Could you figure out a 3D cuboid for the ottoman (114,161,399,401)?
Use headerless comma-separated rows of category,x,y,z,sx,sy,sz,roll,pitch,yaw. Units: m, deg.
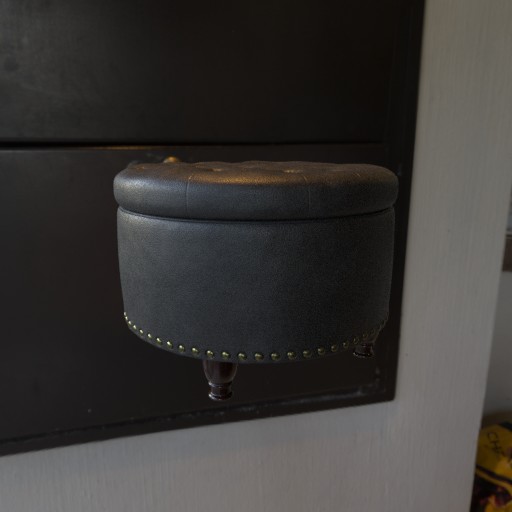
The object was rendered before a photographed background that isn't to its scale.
ottoman,0.000,0.000,1.079,0.637,0.442,0.637,0,14,0
